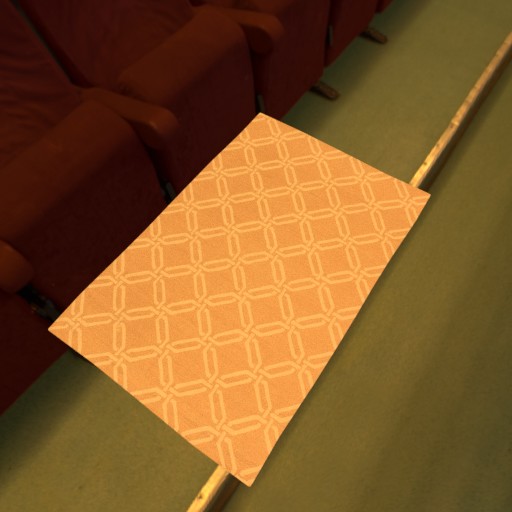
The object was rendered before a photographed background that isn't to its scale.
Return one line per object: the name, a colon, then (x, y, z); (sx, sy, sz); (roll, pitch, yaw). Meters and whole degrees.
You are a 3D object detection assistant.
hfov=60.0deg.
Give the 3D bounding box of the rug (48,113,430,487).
rug: (0.000, 0.000, 2.233); (1.146, 0.010, 1.745); (31, 64, 17)
